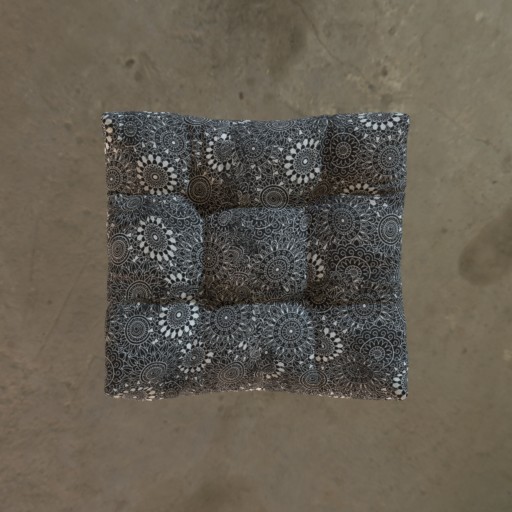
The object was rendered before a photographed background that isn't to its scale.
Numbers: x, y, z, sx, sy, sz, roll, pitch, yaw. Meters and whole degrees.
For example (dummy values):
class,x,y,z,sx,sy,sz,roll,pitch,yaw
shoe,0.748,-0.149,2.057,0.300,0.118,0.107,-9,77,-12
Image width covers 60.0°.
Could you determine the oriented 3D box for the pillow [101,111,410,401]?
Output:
class,x,y,z,sx,sy,sz,roll,pitch,yaw
pillow,0.000,0.000,0.731,0.490,0.128,0.468,0,90,0
